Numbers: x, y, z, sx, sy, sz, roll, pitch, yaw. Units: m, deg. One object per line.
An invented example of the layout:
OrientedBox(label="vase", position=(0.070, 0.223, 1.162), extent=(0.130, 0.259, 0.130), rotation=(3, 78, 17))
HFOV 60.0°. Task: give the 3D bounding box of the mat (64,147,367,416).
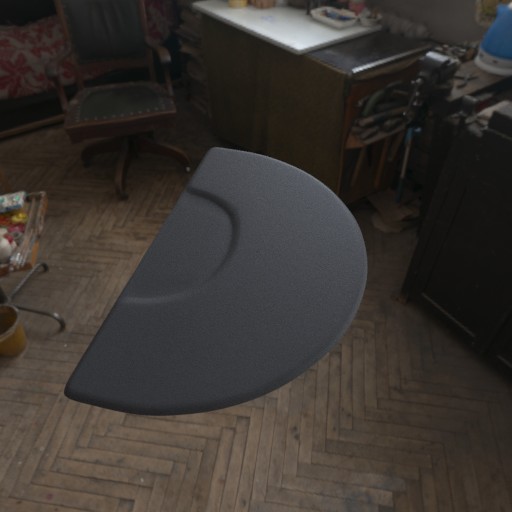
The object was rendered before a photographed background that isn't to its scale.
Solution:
OrientedBox(label="mat", position=(0.000, 0.000, 1.851), extent=(0.917, 0.022, 1.525), rotation=(10, 46, 10))
